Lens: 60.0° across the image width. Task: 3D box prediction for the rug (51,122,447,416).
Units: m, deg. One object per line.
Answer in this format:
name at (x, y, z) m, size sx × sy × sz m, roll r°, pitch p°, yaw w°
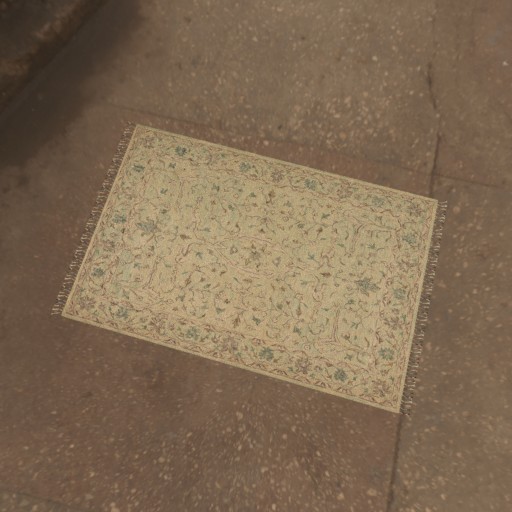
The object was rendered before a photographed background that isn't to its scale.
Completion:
rug at (0.000, 0.000, 3.078) m, size 2.435 × 0.010 × 1.544 m, roll 15°, pitch 75°, yaw 4°
